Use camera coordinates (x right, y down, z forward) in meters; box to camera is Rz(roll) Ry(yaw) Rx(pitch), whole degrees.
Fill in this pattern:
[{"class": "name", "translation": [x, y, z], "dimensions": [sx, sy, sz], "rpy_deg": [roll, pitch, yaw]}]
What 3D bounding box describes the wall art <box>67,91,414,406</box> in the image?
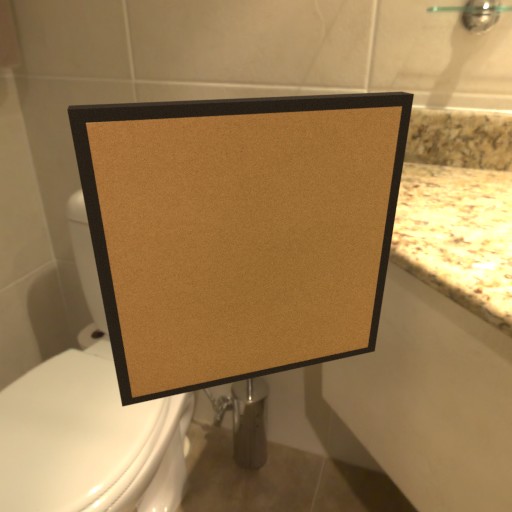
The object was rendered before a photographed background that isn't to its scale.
[{"class": "wall art", "translation": [0.000, 0.000, 0.754], "dimensions": [0.508, 0.507, 0.033], "rpy_deg": [-8, 28, -16]}]
